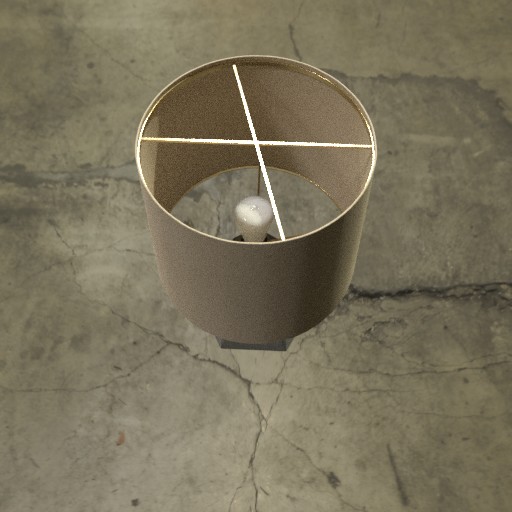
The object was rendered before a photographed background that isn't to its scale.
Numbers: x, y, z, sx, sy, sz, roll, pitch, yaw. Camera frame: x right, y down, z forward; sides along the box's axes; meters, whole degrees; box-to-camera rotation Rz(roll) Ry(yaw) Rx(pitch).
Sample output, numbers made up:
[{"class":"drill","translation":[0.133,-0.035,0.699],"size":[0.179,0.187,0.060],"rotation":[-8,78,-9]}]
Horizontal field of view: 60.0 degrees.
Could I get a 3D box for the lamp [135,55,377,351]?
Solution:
[{"class":"lamp","translation":[0.000,0.000,0.645],"size":[0.276,0.501,0.276],"rotation":[0,63,0]}]
